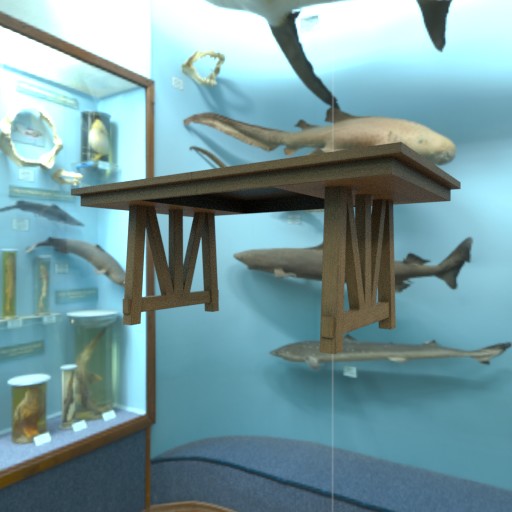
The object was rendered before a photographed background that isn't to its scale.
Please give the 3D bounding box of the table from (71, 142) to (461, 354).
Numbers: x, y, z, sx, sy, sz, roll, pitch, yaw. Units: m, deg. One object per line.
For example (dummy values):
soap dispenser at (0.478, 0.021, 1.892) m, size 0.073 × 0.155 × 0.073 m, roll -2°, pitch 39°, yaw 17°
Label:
table at (0.000, 0.000, 2.424) m, size 1.881 × 0.768 × 1.016 m, roll 0°, pitch 0°, yaw 35°
